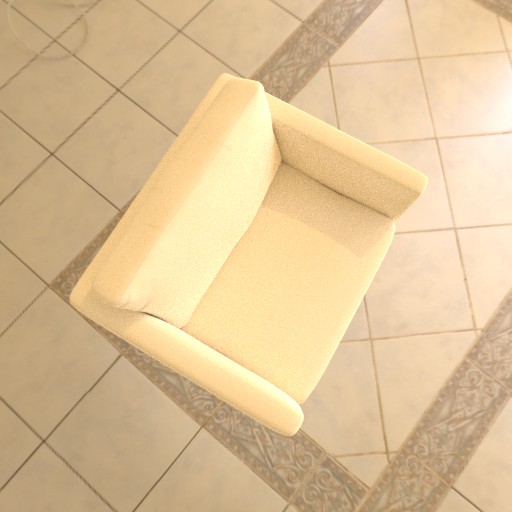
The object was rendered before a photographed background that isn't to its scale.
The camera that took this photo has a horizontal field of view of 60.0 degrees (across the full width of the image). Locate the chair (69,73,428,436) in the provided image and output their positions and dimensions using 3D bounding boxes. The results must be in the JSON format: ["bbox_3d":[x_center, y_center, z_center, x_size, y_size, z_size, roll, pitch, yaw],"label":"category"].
[{"bbox_3d":[0.000,0.000,1.729,0.878,0.885,1.019,29,78,7],"label":"chair"}]
